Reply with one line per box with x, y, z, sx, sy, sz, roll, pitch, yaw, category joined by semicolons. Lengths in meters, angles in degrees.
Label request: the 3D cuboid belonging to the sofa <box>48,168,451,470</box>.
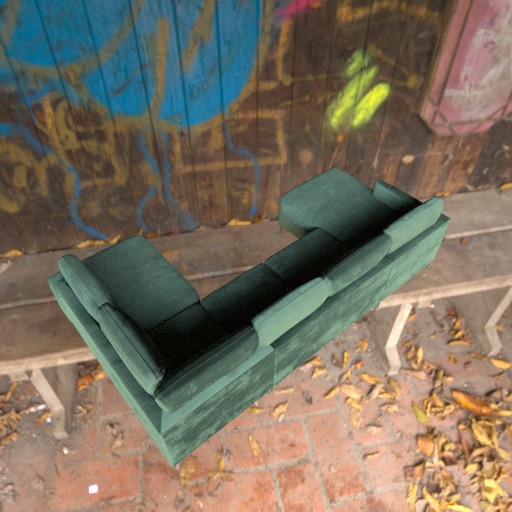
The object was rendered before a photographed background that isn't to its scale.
0.000;0.000;4.383;3.434;0.992;2.055;-31;53;-27;sofa
